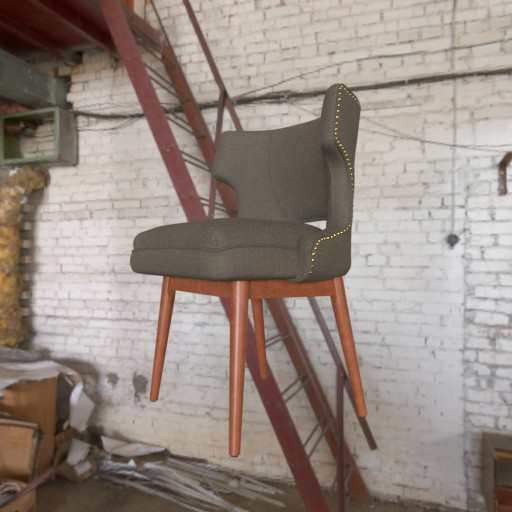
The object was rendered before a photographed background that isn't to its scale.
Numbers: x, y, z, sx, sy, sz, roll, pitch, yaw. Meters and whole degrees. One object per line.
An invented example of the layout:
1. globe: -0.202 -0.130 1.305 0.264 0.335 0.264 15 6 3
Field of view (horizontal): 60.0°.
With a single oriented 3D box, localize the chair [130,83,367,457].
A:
1. chair: 0.000 0.000 1.255 0.581 0.863 0.595 0 0 -35
